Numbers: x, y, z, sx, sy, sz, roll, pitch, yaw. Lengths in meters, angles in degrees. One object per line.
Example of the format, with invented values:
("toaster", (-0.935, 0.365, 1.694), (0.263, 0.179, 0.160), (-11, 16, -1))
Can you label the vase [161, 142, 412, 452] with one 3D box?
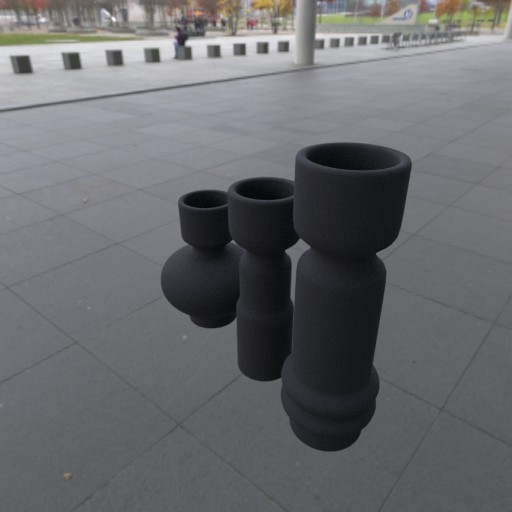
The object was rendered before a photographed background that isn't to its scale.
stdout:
("vase", (0.000, 0.000, 0.431), (0.120, 0.249, 0.307), (-18, 33, -30))
